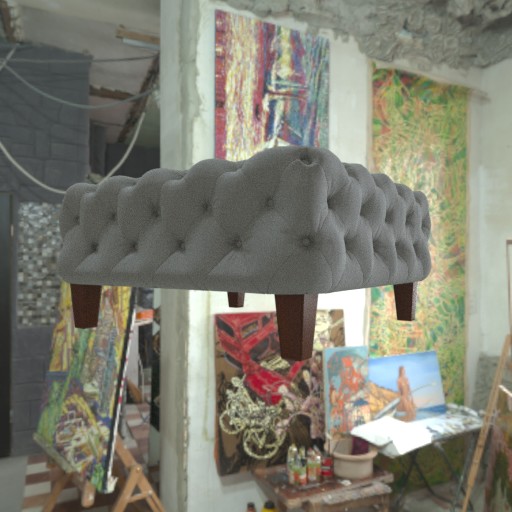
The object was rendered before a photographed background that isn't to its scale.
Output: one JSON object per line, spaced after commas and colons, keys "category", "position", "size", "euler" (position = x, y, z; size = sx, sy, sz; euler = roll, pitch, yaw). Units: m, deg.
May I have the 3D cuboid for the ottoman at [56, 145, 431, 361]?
{"category": "ottoman", "position": [0.000, 0.000, 1.435], "size": [0.917, 0.439, 0.911], "euler": [-1, -1, 36]}
